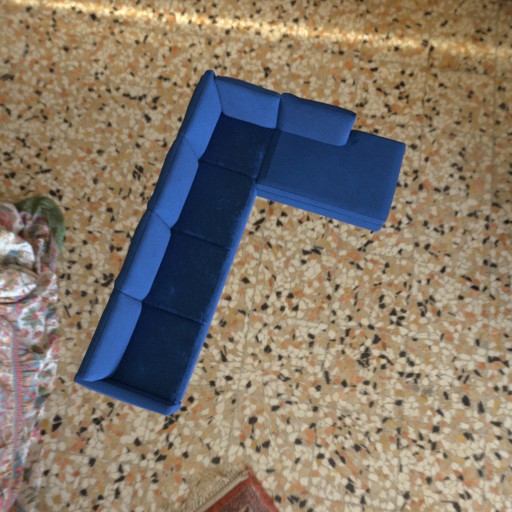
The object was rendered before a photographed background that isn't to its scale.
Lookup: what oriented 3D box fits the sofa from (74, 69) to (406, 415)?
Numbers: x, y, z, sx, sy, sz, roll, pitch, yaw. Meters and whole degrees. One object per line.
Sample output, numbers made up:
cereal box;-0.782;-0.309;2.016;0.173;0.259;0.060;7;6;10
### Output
sofa;0.000;0.000;3.256;1.707;0.687;2.486;18;76;5
